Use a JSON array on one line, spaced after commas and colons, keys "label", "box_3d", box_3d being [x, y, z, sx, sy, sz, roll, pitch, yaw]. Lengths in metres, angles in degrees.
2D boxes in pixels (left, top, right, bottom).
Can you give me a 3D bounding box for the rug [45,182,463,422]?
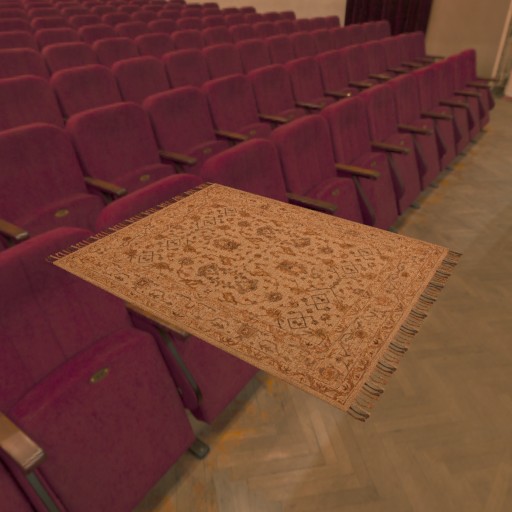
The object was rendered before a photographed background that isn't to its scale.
[{"label": "rug", "box_3d": [0.000, 0.000, 2.263, 1.726, 0.009, 1.278, 20, 36, 29]}]
